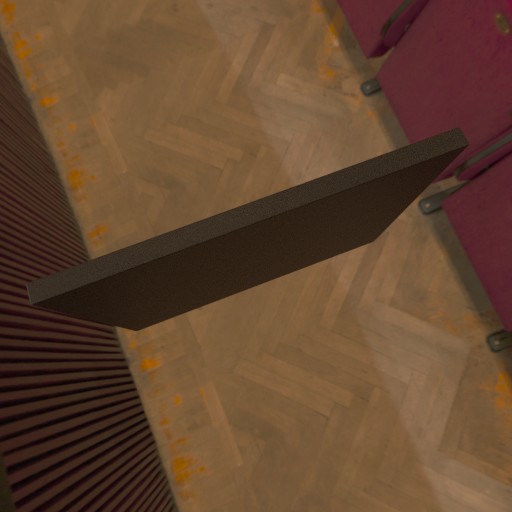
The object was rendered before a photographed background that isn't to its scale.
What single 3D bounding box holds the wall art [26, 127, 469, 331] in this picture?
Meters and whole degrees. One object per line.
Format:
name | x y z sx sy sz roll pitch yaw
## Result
wall art | 0.000 0.000 0.750 0.558 0.457 0.031 -20 77 -5
